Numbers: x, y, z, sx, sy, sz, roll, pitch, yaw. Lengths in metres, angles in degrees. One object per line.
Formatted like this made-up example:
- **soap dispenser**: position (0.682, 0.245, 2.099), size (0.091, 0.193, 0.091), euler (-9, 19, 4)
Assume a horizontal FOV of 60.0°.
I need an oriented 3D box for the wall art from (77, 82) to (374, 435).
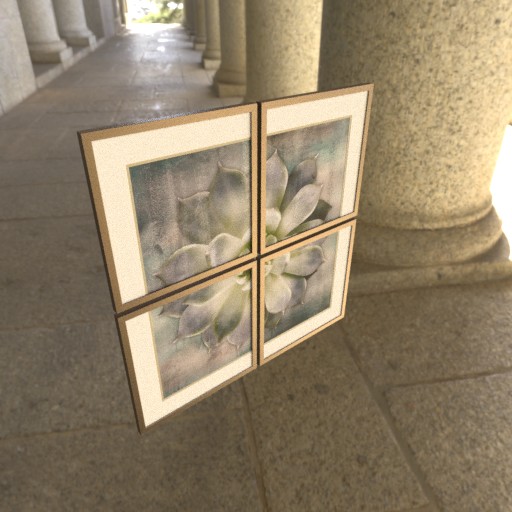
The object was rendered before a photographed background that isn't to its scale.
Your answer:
- **wall art**: position (0.000, 0.000, 1.541), size (1.032, 1.032, 0.030), euler (-22, 37, -33)
